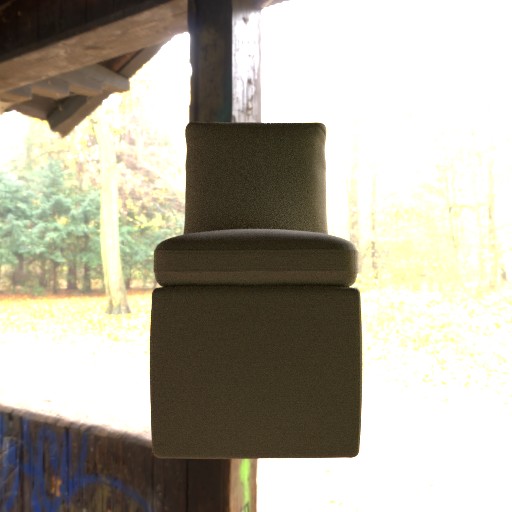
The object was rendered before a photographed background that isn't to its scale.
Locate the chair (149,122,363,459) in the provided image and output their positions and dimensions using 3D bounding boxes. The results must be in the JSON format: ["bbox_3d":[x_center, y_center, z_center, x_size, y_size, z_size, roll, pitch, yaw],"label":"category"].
[{"bbox_3d":[0.000,0.000,1.329,0.503,0.927,0.698,0,-1,0],"label":"chair"}]
